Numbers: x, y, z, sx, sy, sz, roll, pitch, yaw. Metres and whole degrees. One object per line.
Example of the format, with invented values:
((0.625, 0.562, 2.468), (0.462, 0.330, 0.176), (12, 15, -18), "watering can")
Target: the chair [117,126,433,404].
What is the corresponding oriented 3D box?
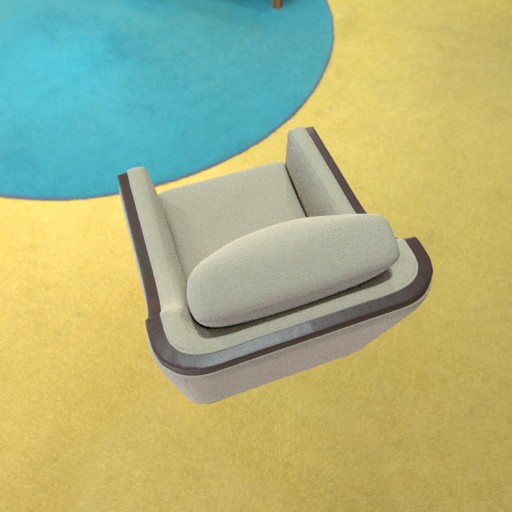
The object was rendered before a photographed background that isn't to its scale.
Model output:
((0.000, 0.000, 1.680), (0.870, 0.930, 0.950), (-17, 60, -10), "chair")
